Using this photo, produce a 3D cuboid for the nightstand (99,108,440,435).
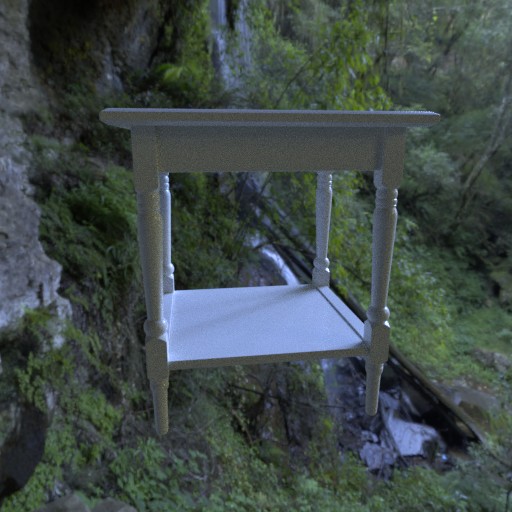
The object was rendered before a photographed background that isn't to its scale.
[{"bbox_3d":[0.000,0.000,0.931,0.505,0.555,0.459,-2,14,-8],"label":"nightstand"}]
